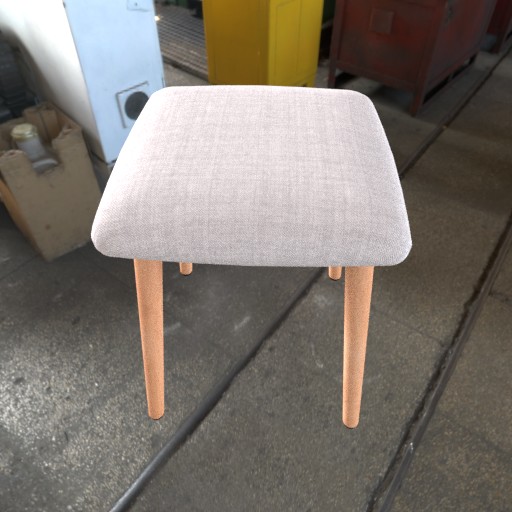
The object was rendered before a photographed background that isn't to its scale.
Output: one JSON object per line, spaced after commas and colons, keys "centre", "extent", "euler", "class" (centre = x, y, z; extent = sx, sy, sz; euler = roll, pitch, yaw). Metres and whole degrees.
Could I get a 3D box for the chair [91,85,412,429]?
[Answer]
{"centre": [0.000, 0.000, 0.691], "extent": [0.350, 0.440, 0.350], "euler": [2, 46, 2], "class": "chair"}
